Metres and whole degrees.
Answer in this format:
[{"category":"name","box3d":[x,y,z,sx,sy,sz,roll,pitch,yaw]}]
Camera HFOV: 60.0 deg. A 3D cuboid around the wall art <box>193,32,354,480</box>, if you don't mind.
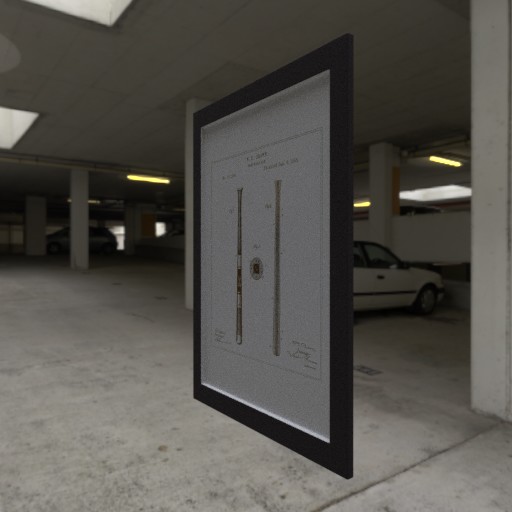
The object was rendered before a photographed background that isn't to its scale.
[{"category":"wall art","box3d":[0.000,0.000,0.675,0.012,0.529,0.374,0,0,-37]}]
